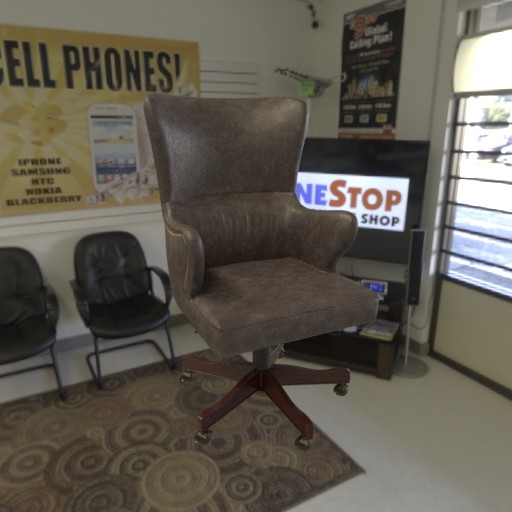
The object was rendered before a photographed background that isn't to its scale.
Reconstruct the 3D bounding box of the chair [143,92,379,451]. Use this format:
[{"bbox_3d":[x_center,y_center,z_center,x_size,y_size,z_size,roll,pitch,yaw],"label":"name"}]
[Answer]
[{"bbox_3d":[0.000,0.000,1.470,0.594,1.037,0.717,-8,18,-25],"label":"chair"}]
